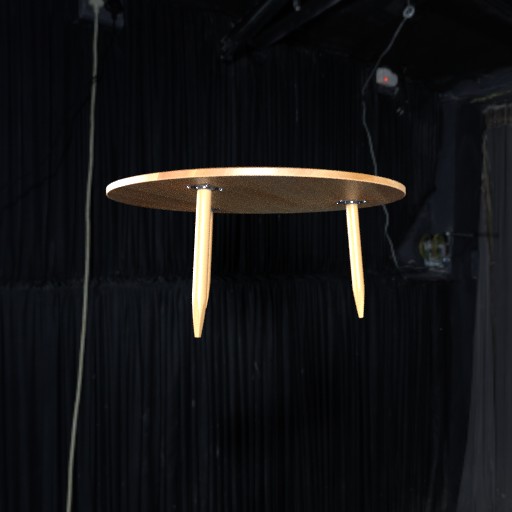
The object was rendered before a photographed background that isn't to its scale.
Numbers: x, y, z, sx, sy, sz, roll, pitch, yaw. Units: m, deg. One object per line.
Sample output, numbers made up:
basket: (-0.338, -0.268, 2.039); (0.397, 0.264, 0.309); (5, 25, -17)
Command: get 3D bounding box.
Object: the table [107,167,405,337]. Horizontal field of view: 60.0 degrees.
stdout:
table: (0.000, 0.000, 1.409); (0.900, 0.400, 0.900); (0, 0, 0)
